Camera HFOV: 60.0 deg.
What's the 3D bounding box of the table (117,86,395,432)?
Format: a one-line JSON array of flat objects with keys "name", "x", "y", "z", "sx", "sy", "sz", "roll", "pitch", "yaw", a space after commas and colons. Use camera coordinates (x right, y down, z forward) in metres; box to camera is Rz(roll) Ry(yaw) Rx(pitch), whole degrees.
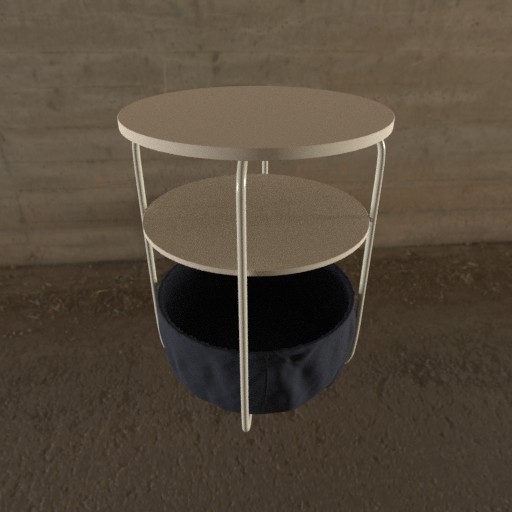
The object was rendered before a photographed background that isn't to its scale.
[{"name": "table", "x": 0.000, "y": 0.000, "z": 0.826, "sx": 0.418, "sy": 0.532, "sz": 0.418, "roll": -23, "pitch": 37, "yaw": -33}]
